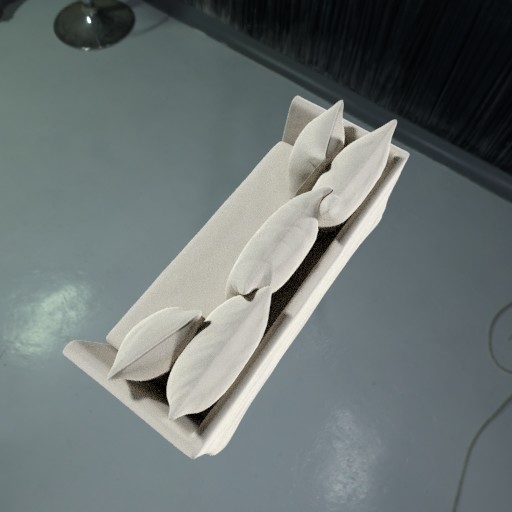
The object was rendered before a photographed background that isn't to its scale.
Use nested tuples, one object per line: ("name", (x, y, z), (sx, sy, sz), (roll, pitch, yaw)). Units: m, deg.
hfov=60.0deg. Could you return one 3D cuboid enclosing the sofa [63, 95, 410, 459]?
("sofa", (0.000, 0.000, 3.079), (1.046, 1.047, 2.499), (33, 68, 15))
